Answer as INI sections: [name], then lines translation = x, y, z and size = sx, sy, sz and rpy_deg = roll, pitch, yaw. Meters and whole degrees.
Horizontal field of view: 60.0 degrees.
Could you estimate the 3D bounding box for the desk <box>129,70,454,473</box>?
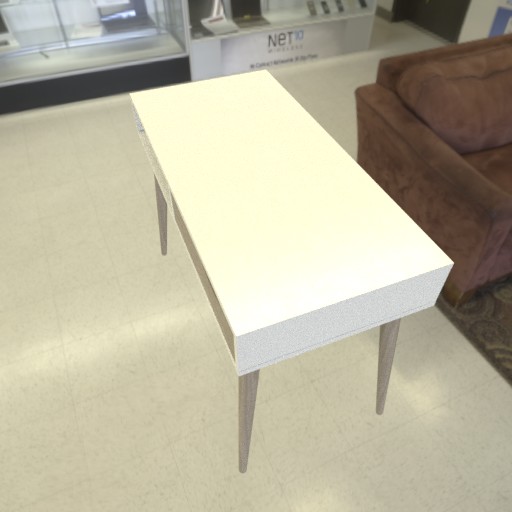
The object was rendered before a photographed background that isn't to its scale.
[desk]
translation = 0.000, 0.000, 1.411
size = 0.491, 0.723, 0.979
rpy_deg = -16, 48, -15
